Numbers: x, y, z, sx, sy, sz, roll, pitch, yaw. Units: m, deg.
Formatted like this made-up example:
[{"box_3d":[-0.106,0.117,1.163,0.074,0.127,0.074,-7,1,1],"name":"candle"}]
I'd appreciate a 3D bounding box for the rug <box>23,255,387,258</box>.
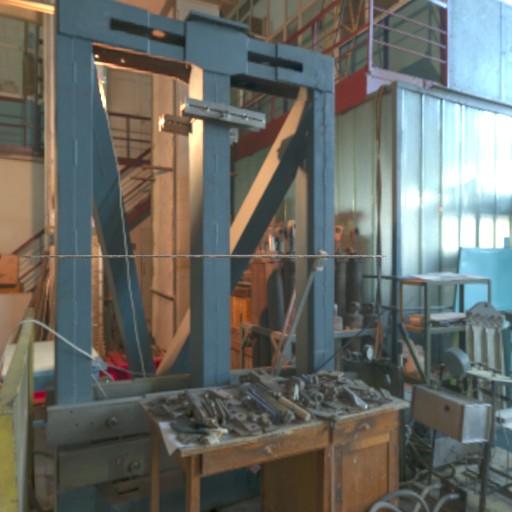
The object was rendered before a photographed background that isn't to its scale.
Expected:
[{"box_3d":[0.000,0.000,2.742,1.524,0.013,2.135,0,0,18],"name":"rug"}]
